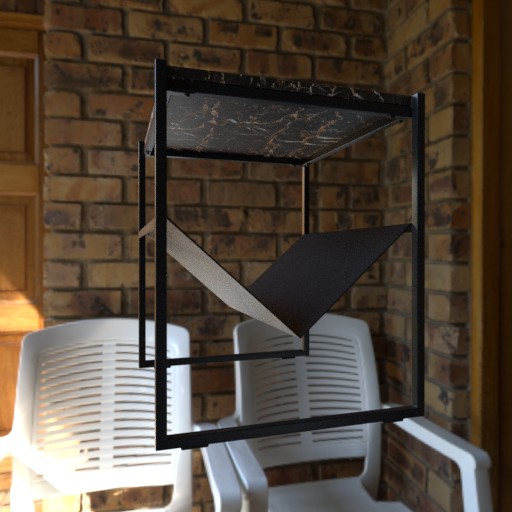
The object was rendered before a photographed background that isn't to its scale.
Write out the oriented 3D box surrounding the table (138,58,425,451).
[{"bbox_3d":[0.000,0.000,0.883,0.432,0.534,0.469,0,0,-18],"label":"table"}]
